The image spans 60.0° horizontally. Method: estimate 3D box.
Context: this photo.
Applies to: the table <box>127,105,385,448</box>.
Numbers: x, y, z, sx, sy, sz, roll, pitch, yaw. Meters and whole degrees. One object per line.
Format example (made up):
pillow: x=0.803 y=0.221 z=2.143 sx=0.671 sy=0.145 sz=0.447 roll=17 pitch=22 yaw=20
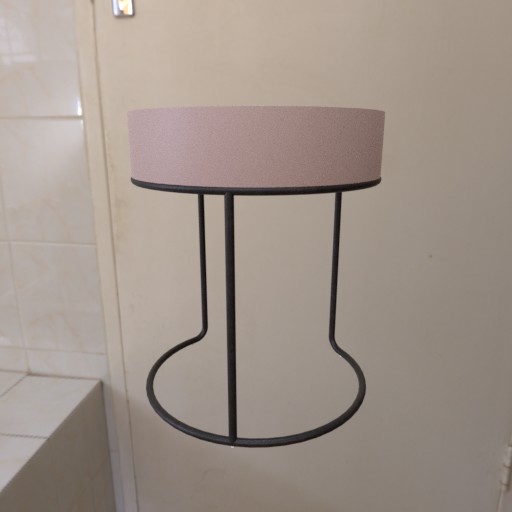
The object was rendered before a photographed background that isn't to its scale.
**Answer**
table: x=0.000 y=0.000 z=0.865 sx=0.450 sy=0.530 sz=0.450 roll=0 pitch=15 yaw=0
